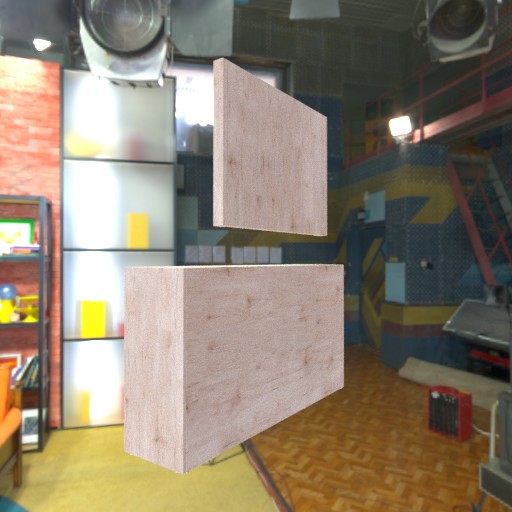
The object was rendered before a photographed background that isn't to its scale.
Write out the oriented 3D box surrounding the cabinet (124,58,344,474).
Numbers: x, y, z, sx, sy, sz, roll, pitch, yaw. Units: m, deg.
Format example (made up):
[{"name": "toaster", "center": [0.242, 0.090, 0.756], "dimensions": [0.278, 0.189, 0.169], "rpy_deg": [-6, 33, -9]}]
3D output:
[{"name": "cabinet", "center": [0.000, 0.000, 2.803], "dimensions": [0.420, 1.981, 1.700], "rpy_deg": [0, -1, 36]}]
